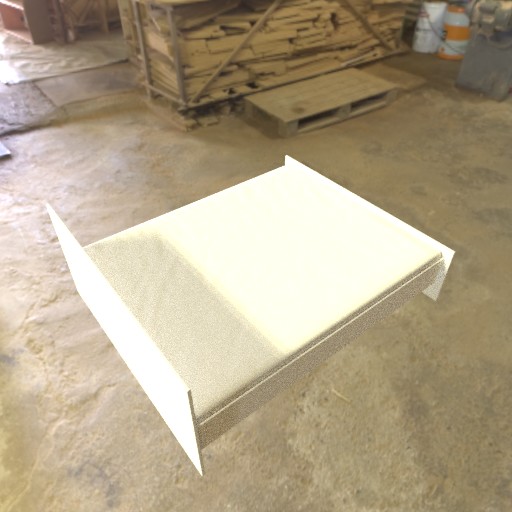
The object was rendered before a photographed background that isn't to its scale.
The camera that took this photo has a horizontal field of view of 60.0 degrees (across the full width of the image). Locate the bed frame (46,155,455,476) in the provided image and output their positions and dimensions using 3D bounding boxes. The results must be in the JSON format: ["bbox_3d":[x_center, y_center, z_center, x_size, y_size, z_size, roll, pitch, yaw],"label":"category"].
[{"bbox_3d":[0.000,0.000,3.057,2.060,0.800,1.720,-27,48,-28],"label":"bed frame"}]
